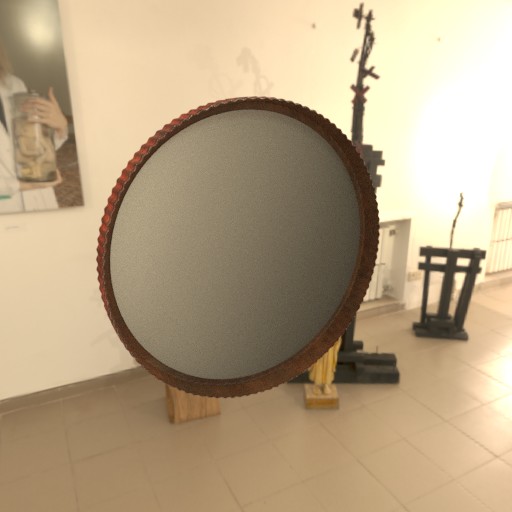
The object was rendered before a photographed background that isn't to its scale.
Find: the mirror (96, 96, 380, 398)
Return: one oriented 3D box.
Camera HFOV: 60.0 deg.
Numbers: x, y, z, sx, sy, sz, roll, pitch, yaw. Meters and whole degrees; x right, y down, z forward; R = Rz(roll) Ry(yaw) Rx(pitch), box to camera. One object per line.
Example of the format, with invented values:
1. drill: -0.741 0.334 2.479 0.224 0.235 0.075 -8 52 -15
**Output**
1. mirror: 0.000 0.000 0.899 0.609 0.609 0.056 -9 19 -26
